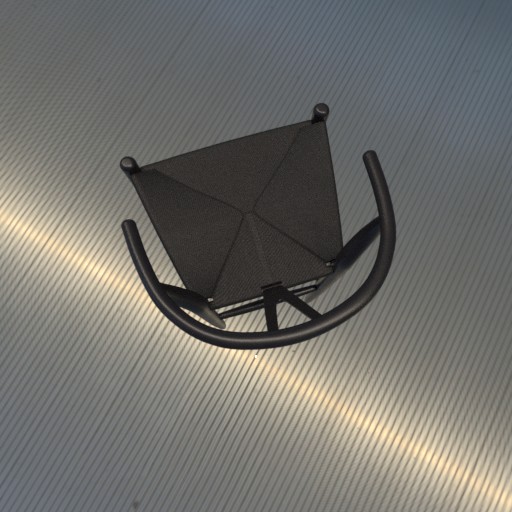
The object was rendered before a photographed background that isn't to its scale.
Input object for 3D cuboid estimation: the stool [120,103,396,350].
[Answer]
[{"bbox_3d":[0.000,0.000,1.369,0.569,1.072,0.579,-17,78,-4],"label":"stool"}]
